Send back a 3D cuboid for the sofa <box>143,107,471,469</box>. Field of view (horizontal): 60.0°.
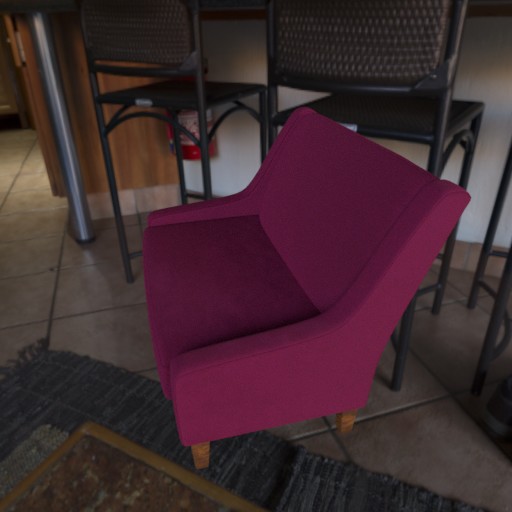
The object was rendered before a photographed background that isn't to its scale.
[{"bbox_3d":[0.000,0.000,1.888,0.946,0.976,1.242,-8,30,-13],"label":"sofa"}]
